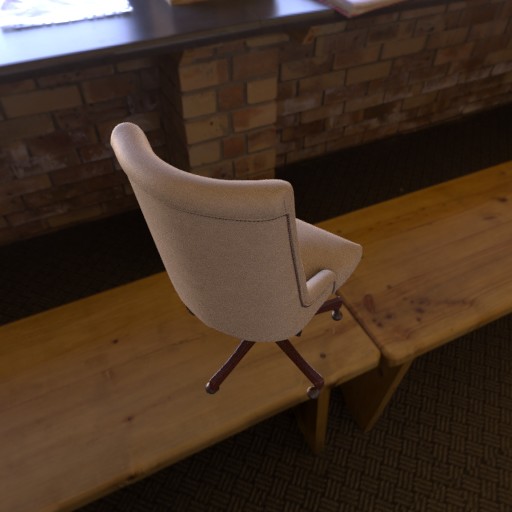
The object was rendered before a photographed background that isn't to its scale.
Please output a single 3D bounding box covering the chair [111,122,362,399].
[{"bbox_3d":[0.000,0.000,1.418,0.645,1.010,0.696,25,51,22],"label":"chair"}]
